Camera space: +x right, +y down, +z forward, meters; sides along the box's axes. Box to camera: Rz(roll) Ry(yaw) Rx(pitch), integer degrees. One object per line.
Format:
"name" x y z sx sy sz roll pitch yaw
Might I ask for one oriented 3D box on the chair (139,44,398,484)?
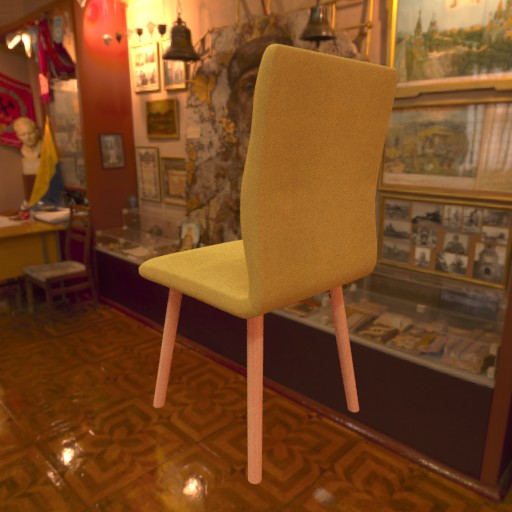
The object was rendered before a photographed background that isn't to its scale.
"chair" 0.000 0.000 1.242 0.450 0.965 0.550 -14 20 -42
